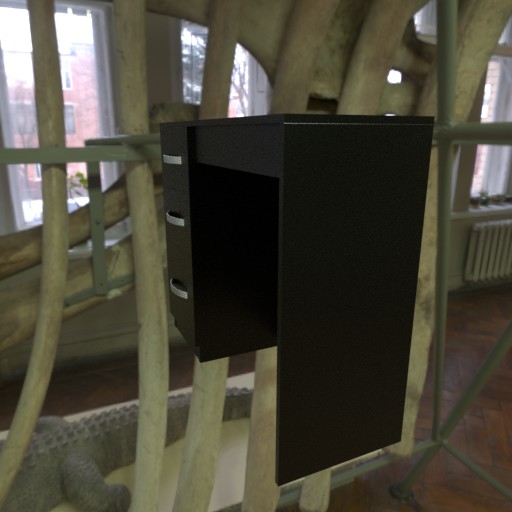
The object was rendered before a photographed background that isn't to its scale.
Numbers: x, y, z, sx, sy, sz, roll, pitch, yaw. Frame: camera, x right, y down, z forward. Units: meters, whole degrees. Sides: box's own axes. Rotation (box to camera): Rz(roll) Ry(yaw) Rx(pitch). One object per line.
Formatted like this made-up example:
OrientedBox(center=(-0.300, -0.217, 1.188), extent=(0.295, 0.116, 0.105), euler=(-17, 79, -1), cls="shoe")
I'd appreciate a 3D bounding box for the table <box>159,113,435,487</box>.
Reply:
OrientedBox(center=(0.000, 0.000, 1.350), extent=(0.380, 0.790, 0.930), euler=(-7, 17, -24), cls="table")
